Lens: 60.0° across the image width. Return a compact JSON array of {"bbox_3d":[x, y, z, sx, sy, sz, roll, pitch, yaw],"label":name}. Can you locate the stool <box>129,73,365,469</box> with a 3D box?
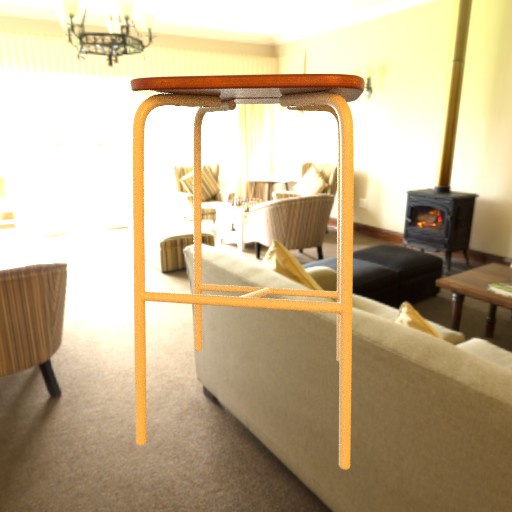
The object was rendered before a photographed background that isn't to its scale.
[{"bbox_3d":[0.000,0.000,0.854,0.376,0.610,0.376,3,16,9],"label":"stool"}]
